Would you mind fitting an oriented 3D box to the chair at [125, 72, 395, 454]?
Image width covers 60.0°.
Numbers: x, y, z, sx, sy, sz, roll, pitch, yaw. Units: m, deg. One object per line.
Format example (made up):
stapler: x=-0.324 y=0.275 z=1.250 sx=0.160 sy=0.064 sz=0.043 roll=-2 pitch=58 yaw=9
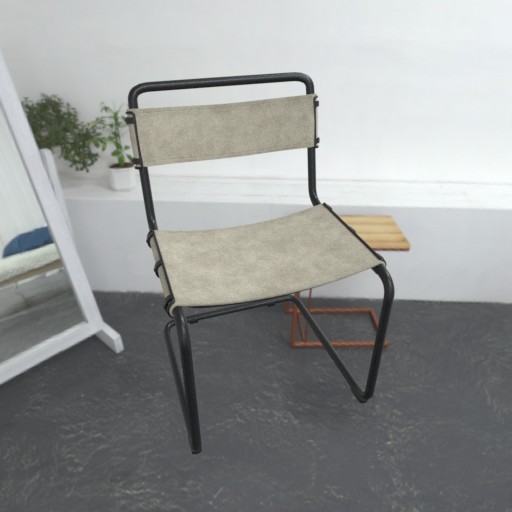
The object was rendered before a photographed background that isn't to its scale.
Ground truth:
chair: x=0.000 y=0.000 z=1.089 sx=0.499 sy=0.747 sz=0.497 roll=-11 pitch=34 yaw=-16
